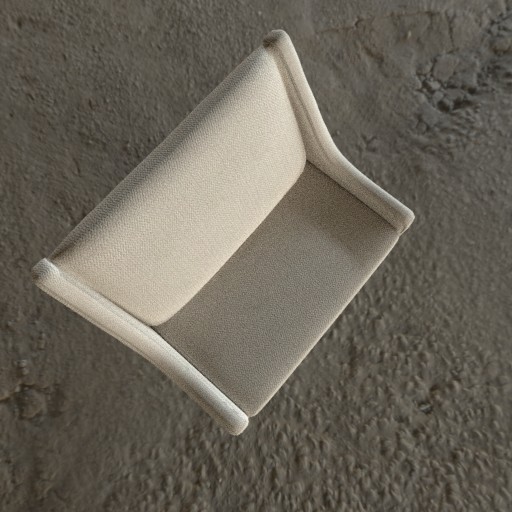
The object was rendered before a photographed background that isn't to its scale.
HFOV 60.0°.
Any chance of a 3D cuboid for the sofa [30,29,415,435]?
[{"bbox_3d":[0.000,0.000,1.902,0.870,1.022,1.242,40,79,9],"label":"sofa"}]
